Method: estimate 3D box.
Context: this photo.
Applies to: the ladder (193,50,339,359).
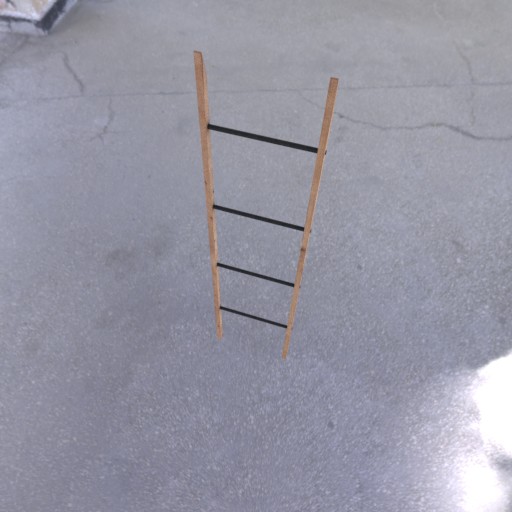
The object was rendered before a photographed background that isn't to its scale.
[{"bbox_3d":[0.000,0.000,1.993,0.442,1.805,0.200,15,59,9],"label":"ladder"}]
